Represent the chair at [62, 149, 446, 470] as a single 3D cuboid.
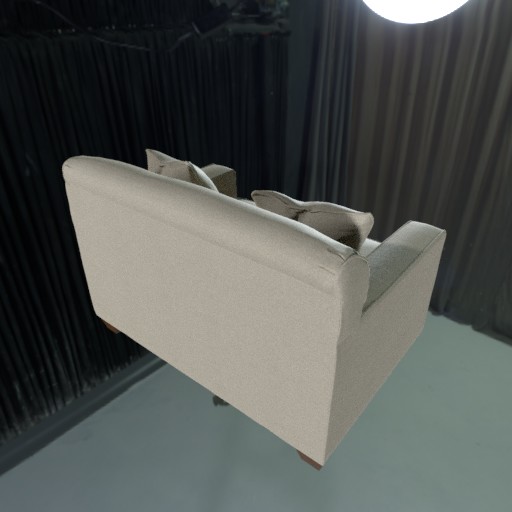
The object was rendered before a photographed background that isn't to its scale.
[{"bbox_3d":[0.000,0.000,2.043,1.383,0.948,1.000,22,37,33],"label":"chair"}]
